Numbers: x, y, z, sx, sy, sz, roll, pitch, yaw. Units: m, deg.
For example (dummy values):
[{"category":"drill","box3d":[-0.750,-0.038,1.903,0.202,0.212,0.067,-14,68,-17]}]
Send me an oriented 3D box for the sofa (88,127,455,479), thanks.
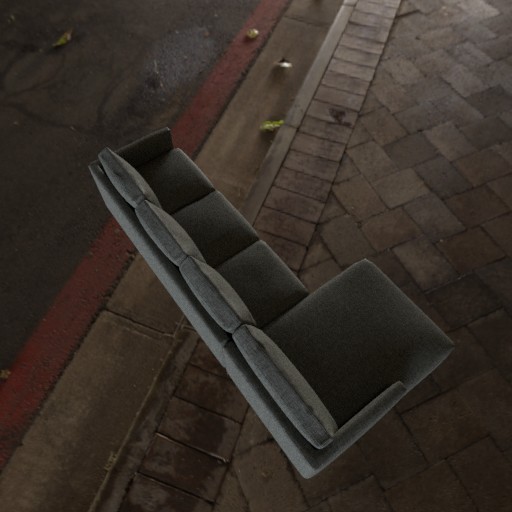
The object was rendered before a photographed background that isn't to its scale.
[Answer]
[{"category":"sofa","box3d":[0.000,0.000,4.151,1.635,0.960,3.485,-33,64,-18]}]
